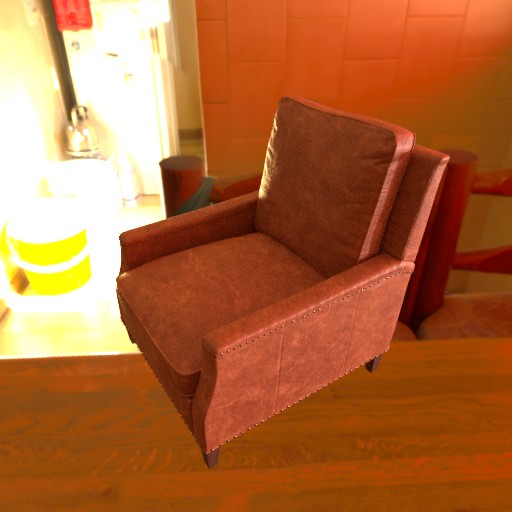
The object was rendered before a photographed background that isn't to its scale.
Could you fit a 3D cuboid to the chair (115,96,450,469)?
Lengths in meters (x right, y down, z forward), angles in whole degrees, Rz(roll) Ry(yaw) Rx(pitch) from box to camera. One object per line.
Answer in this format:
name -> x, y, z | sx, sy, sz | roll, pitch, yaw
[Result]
chair -> 0.000, 0.000, 1.798 | 1.035, 1.054, 0.854 | -20, 37, -28
